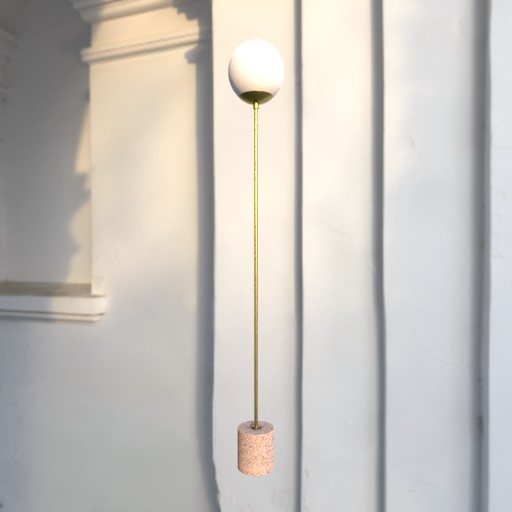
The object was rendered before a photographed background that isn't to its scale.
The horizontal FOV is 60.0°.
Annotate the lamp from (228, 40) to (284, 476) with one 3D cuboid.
[{"bbox_3d":[0.000,0.000,1.826,0.229,1.748,0.229,0,1,37],"label":"lamp"}]
